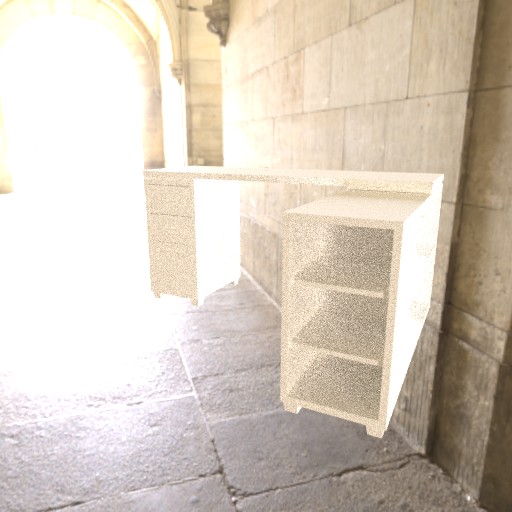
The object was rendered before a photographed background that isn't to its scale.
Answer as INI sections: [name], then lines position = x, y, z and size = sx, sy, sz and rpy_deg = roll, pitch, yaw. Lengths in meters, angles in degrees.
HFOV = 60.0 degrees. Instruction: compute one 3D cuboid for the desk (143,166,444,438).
[desk]
position = 0.000, 0.000, 2.157
size = 1.524, 0.759, 1.199
rpy_deg = 7, 17, 26
